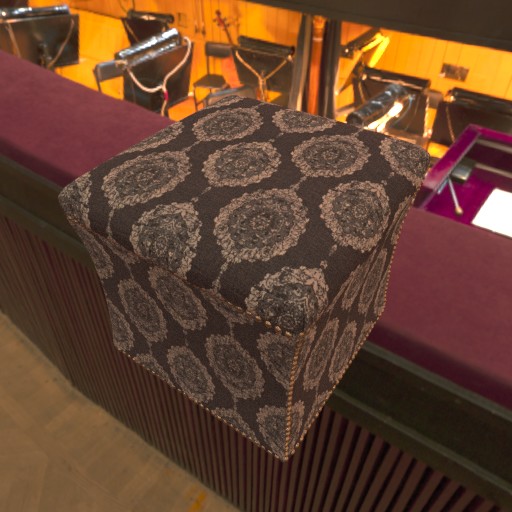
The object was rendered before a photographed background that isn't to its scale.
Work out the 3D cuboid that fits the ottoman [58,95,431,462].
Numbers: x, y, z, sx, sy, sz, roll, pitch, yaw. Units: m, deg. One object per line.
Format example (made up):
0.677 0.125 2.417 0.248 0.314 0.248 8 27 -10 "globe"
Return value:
0.000 0.000 0.916 0.497 0.475 0.507 25 47 25 "ottoman"
